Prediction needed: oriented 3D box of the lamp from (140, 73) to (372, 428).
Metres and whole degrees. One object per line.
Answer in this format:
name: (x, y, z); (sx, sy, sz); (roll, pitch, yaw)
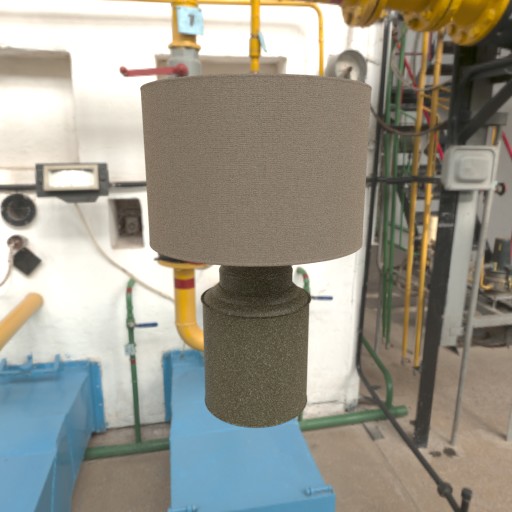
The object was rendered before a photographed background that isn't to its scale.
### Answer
lamp: (0.000, 0.000, 0.685); (0.318, 0.486, 0.318); (0, 14, 0)
